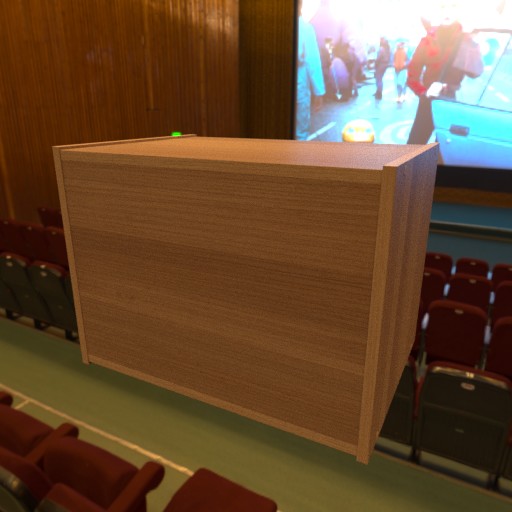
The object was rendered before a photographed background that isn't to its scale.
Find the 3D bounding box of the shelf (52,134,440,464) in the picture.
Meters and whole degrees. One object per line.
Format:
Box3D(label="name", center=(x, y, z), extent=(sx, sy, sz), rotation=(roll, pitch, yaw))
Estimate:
Box3D(label="shelf", center=(0.000, 0.000, 0.623), extent=(0.415, 0.305, 0.290), rotation=(10, 21, 26))
